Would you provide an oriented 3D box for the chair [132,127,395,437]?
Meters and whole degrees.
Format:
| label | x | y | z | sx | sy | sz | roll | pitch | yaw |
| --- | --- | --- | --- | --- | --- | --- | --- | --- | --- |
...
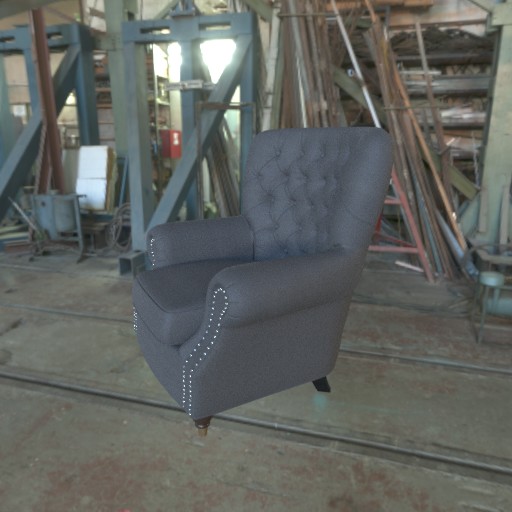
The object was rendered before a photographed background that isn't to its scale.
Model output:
| label | x | y | z | sx | sy | sz | roll | pitch | yaw |
| --- | --- | --- | --- | --- | --- | --- | --- | --- | --- |
| chair | 0.000 | 0.000 | 1.864 | 0.983 | 1.046 | 0.983 | -8 | 18 | -27 |
